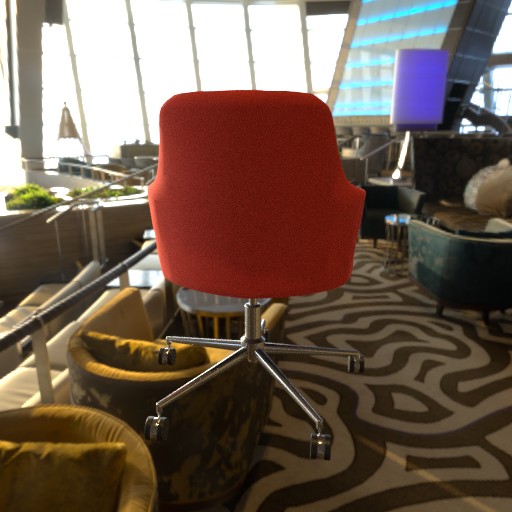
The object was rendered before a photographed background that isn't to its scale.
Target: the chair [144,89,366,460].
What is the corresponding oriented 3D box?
[{"bbox_3d":[0.000,0.000,1.216,0.655,0.820,0.600,2,17,7],"label":"chair"}]
